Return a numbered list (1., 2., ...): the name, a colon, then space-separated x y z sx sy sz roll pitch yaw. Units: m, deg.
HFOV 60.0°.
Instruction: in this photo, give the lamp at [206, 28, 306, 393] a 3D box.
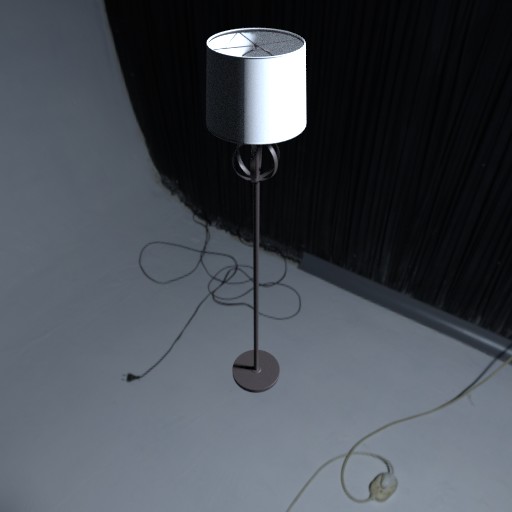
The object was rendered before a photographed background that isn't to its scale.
1. lamp: 0.000 0.000 1.618 0.286 1.462 0.286 26 47 26
